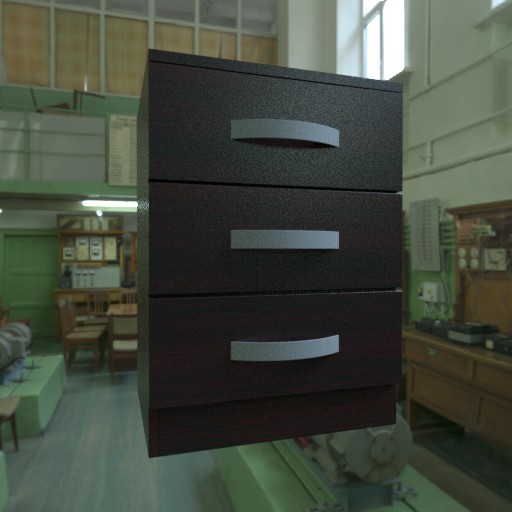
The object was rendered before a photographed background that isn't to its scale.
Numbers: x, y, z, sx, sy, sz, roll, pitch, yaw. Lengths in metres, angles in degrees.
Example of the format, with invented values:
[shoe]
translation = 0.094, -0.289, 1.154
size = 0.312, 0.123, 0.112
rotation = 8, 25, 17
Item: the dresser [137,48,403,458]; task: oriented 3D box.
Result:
[dresser]
translation = 0.000, 0.000, 0.803
size = 0.400, 0.560, 0.360
rotation = 0, 1, -18
